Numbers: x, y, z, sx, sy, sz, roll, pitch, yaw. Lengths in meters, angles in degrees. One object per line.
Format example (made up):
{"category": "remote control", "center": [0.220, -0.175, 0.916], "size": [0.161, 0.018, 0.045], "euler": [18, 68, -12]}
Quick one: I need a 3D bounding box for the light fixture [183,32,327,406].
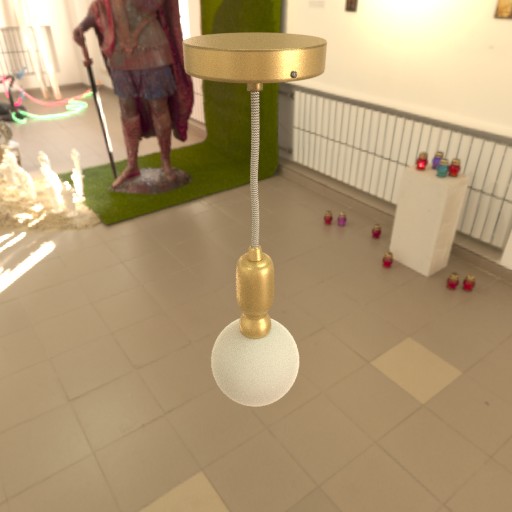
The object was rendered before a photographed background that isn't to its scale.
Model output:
{"category": "light fixture", "center": [0.000, 0.000, 0.578], "size": [0.146, 0.510, 0.147], "euler": [-22, 38, -31]}
